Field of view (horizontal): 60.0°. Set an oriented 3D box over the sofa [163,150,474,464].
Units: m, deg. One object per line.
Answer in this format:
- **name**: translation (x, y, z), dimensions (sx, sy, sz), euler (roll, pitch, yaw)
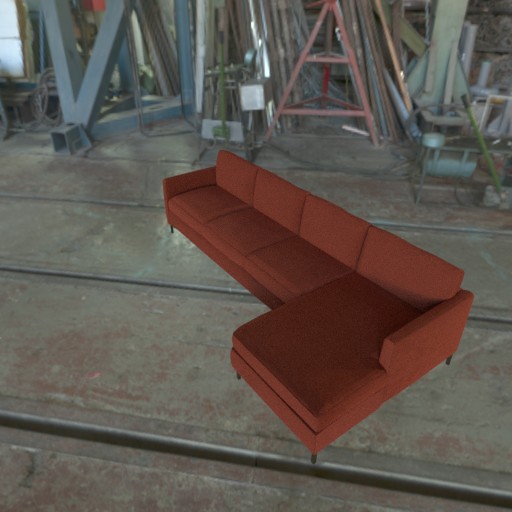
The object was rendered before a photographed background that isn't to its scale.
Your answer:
- **sofa**: translation (0.000, 0.000, 3.538), dimensions (1.350, 0.810, 2.932), euler (-21, 38, -29)
